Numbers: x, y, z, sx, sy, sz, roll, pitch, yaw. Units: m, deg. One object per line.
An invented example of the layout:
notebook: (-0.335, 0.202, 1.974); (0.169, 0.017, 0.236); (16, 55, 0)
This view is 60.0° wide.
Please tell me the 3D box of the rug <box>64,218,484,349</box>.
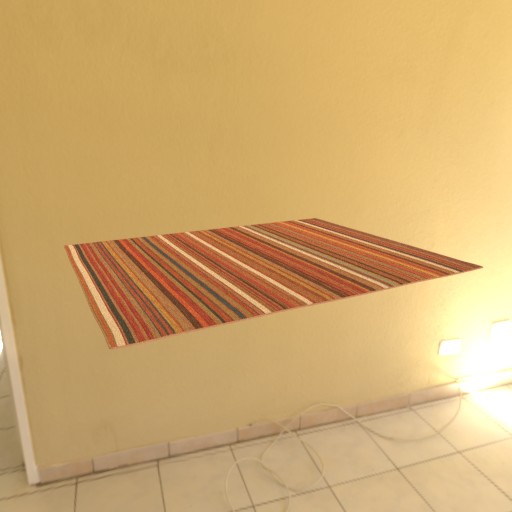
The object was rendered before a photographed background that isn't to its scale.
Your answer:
rug: (0.000, 0.000, 4.107); (3.092, 0.023, 2.479); (-8, 18, -27)
